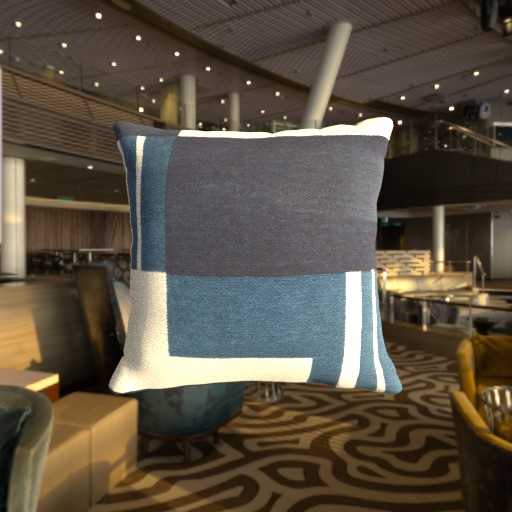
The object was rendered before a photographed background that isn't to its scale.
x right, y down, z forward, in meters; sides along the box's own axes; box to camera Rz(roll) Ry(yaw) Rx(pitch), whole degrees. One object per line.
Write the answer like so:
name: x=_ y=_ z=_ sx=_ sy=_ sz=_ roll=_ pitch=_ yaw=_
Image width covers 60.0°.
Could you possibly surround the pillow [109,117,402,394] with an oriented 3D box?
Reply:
pillow: x=0.000 y=0.000 z=0.811 sx=0.536 sy=0.506 sz=0.229 roll=0 pitch=1 yaw=-1
